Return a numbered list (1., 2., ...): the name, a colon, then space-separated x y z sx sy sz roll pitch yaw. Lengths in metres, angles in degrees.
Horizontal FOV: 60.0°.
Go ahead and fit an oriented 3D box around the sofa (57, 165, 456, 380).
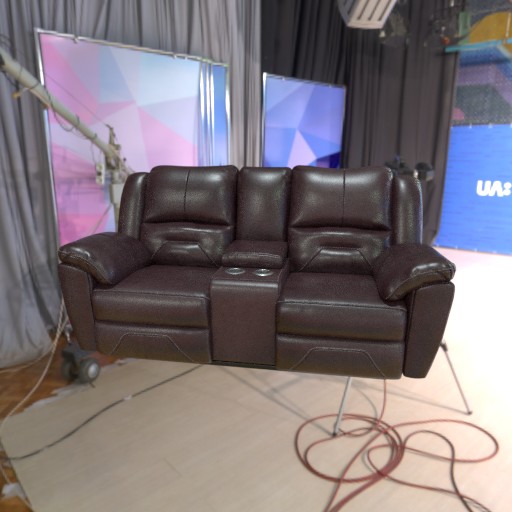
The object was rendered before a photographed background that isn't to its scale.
1. sofa: 0.000 0.000 2.659 2.058 1.043 0.991 2 15 9
